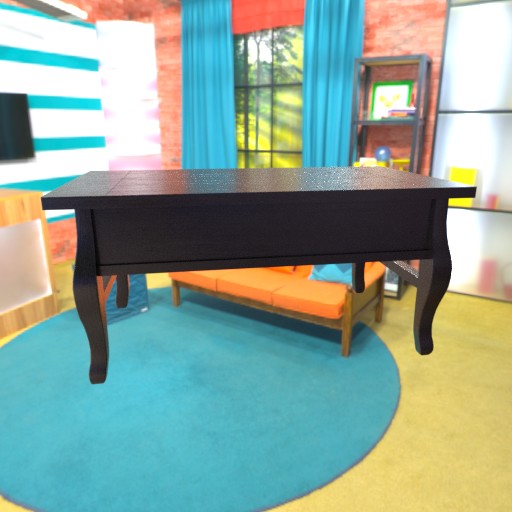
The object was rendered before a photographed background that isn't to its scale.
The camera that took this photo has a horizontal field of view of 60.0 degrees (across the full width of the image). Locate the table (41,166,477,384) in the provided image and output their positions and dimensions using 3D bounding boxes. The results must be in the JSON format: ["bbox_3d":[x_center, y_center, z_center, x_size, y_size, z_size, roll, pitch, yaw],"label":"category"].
[{"bbox_3d":[0.000,0.000,1.408,1.062,0.494,0.600,-3,17,-9],"label":"table"}]
